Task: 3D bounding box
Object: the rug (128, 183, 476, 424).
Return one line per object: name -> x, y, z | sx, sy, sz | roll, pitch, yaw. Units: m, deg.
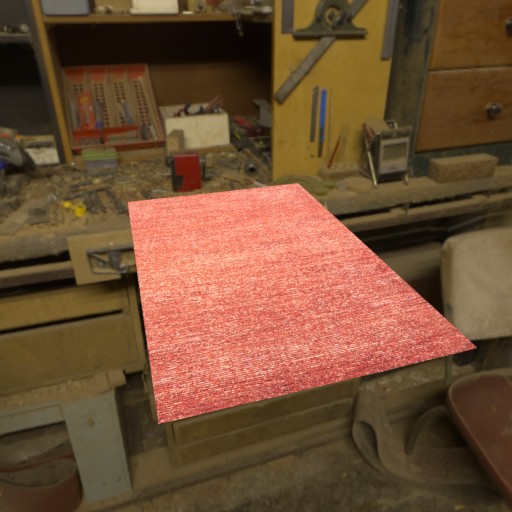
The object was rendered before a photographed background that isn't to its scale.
rug -> 0.000, 0.000, 2.183 | 1.139, 0.011, 1.747 | -9, 31, -15
